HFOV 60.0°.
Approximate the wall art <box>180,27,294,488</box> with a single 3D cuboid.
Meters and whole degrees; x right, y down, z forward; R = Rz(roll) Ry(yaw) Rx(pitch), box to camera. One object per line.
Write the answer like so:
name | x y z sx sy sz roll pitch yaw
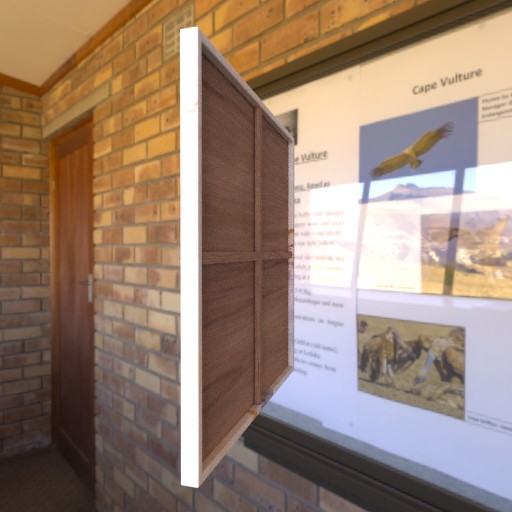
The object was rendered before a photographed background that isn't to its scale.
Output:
wall art | 0.000 0.000 1.283 0.038 0.889 0.889 0 1 17
